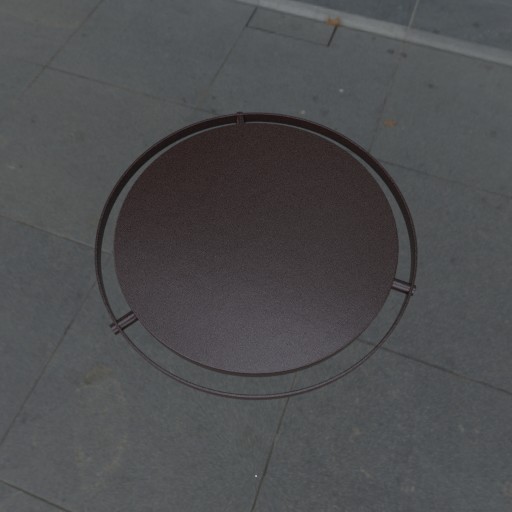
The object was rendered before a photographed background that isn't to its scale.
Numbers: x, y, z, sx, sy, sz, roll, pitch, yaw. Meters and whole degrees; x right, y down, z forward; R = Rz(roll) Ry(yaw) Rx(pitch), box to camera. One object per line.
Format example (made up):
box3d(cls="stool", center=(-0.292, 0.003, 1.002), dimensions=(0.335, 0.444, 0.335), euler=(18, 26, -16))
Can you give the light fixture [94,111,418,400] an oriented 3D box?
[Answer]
box3d(cls="light fixture", center=(0.000, 0.000, 0.555), dimensions=(0.361, 0.130, 0.361), euler=(0, 64, 0))
